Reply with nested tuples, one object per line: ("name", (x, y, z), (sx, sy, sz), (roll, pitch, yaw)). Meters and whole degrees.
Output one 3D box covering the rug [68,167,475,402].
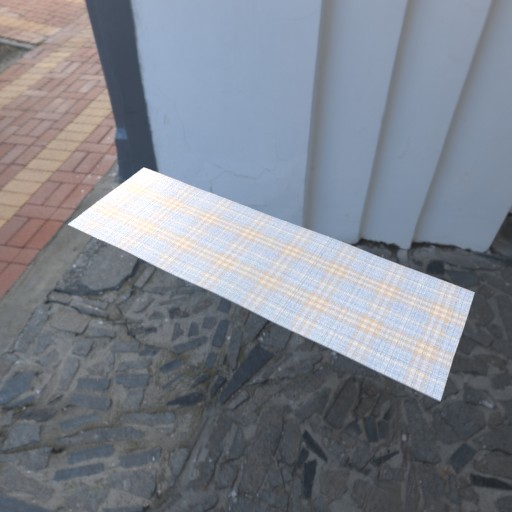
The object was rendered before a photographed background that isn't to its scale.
("rug", (0.000, 0.000, 2.721), (2.439, 0.013, 0.762), (23, 50, 21))
